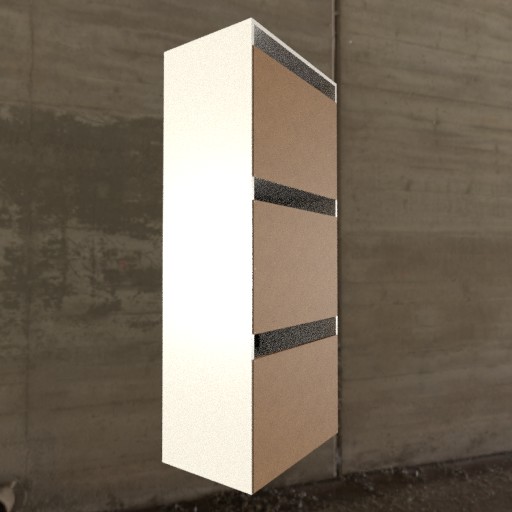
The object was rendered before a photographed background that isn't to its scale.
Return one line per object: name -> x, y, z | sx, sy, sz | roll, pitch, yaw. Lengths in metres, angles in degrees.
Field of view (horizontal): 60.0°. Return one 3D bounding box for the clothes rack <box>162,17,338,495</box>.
clothes rack -> 0.000, 0.000, 1.400 | 0.330, 1.187, 0.500 | -1, -1, 35
